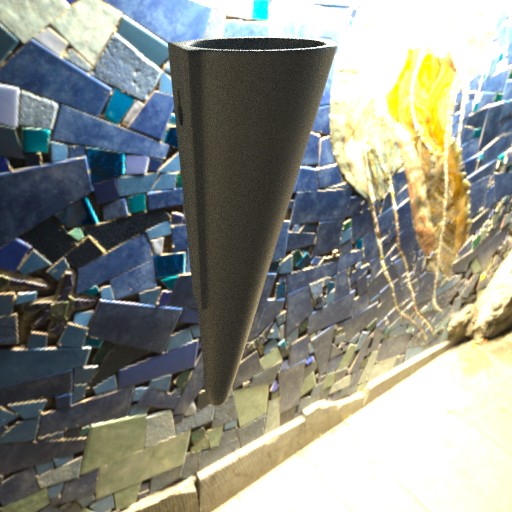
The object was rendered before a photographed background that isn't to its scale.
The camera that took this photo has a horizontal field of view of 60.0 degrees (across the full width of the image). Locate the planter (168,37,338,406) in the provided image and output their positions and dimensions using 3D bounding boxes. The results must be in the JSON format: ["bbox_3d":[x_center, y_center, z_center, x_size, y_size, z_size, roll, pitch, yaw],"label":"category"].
[{"bbox_3d":[0.000,0.000,0.220,0.064,0.191,0.057,-11,32,-17],"label":"planter"}]
